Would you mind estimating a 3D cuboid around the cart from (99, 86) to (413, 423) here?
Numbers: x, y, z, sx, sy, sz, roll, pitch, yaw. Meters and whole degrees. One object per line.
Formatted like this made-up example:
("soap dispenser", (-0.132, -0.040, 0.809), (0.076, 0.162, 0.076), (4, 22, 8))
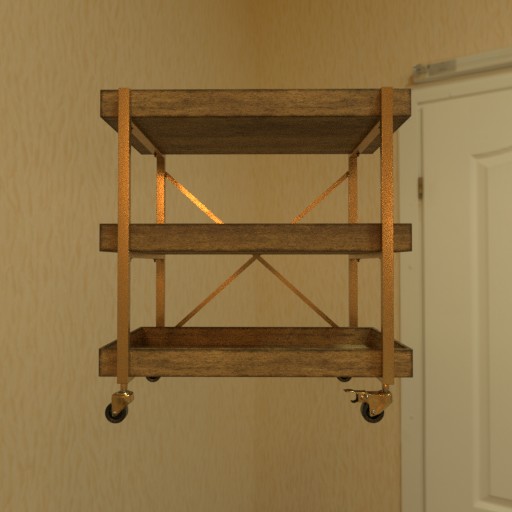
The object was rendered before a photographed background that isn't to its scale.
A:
("cart", (0.000, 0.000, 1.246), (0.750, 0.799, 0.416), (0, -1, 1))
